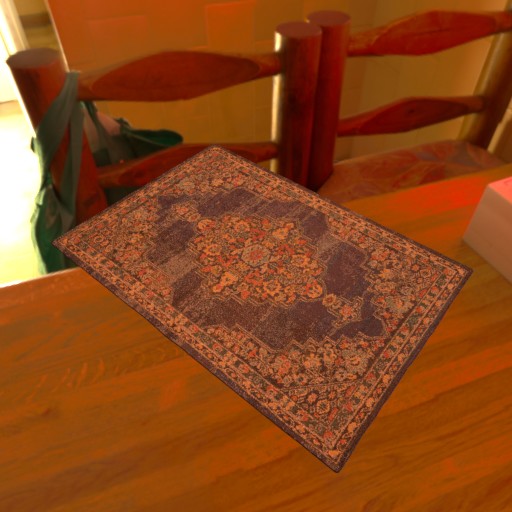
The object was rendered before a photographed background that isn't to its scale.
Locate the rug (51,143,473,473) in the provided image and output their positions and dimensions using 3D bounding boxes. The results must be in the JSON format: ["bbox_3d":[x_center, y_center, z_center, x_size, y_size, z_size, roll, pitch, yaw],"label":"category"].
[{"bbox_3d":[0.000,0.000,3.722,2.940,0.011,2.053,31,54,26],"label":"rug"}]
